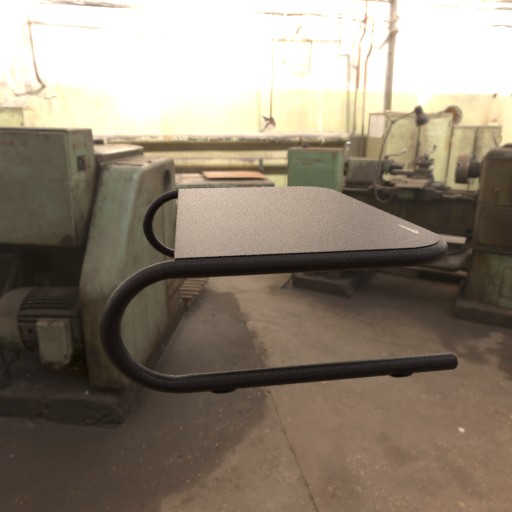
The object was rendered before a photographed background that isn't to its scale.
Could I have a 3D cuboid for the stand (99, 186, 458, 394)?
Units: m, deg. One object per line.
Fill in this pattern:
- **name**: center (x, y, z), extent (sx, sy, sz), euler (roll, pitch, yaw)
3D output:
- **stand**: center (0.000, 0.000, 0.503), extent (0.280, 0.108, 0.370), euler (-3, 17, -9)
